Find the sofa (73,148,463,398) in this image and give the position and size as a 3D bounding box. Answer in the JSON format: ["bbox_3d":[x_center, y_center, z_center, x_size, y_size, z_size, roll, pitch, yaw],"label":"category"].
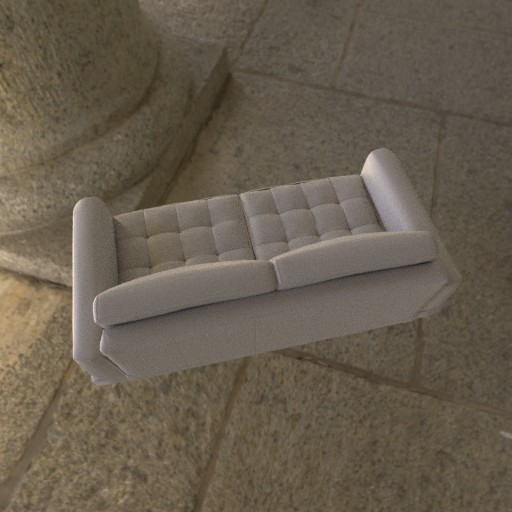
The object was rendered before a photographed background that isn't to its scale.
[{"bbox_3d":[0.000,0.000,2.740,2.177,0.930,1.121,-11,59,-7],"label":"sofa"}]
